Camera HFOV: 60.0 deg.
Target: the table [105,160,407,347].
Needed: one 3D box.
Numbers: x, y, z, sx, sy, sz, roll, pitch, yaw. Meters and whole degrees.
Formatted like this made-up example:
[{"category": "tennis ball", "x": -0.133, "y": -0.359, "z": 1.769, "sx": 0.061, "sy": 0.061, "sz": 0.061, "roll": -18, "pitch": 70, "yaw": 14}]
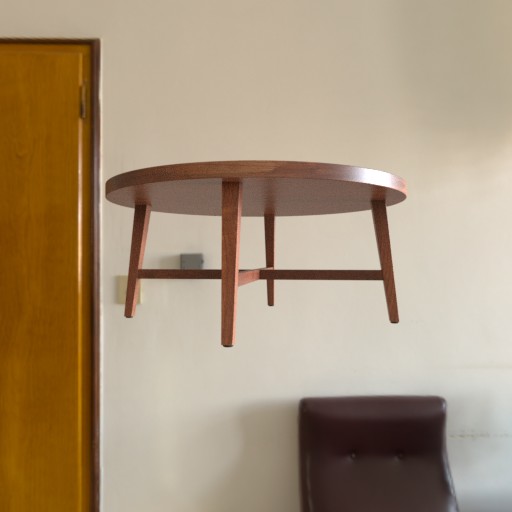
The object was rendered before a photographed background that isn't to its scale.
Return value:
[{"category": "table", "x": 0.000, "y": 0.000, "z": 1.242, "sx": 0.800, "sy": 0.360, "sz": 0.800, "roll": 0, "pitch": 0, "yaw": 0}]
